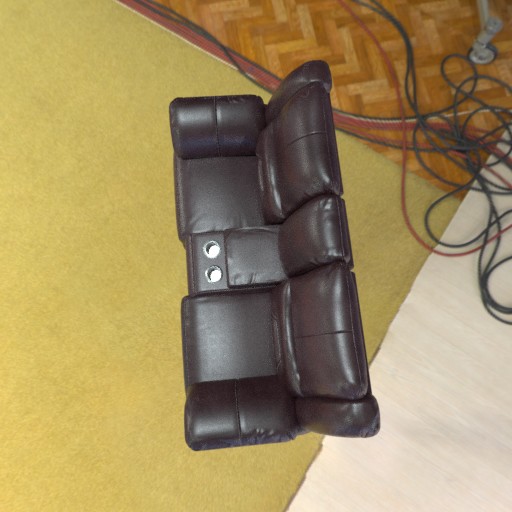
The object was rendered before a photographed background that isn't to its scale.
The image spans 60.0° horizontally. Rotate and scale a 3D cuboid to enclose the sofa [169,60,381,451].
[{"bbox_3d":[0.000,0.000,2.611,0.991,1.043,2.058,-5,77,-1],"label":"sofa"}]
